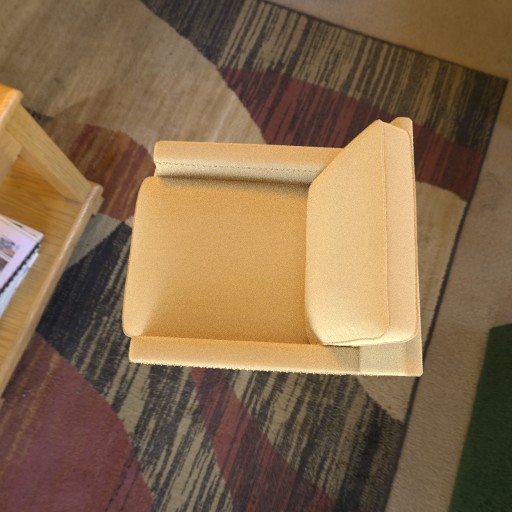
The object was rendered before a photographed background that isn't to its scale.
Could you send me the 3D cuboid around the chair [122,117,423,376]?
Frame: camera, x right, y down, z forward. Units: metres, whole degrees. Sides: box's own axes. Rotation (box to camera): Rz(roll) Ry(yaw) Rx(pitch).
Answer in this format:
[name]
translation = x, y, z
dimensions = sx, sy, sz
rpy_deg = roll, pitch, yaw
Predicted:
[chair]
translation = 0.000, 0.000, 1.709
dimensions = 1.014, 0.943, 0.853
rpy_deg = 3, 75, 1
